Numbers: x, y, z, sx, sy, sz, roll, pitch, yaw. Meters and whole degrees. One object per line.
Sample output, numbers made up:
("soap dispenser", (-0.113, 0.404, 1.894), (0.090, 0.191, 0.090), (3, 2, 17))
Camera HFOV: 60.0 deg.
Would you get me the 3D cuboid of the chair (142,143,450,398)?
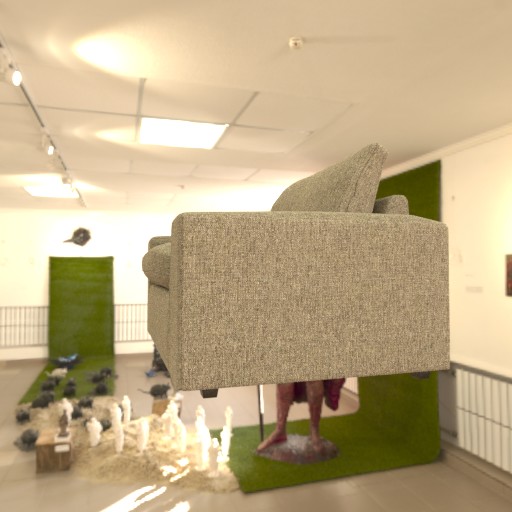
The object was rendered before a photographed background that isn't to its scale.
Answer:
("chair", (0.000, 0.000, 2.118), (1.039, 0.915, 1.398), (1, -2, -17))
